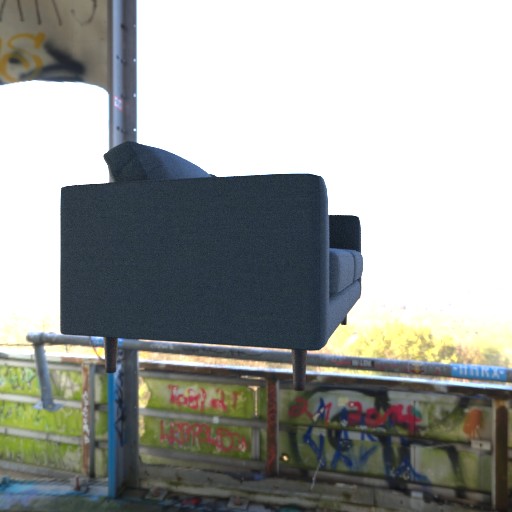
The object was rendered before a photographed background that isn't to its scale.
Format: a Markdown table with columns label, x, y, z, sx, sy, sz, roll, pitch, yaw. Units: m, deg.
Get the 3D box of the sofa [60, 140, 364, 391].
| label | x | y | z | sx | sy | sz | roll | pitch | yaw |
| --- | --- | --- | --- | --- | --- | --- | --- | --- | --- |
| sofa | 0.000 | 0.000 | 2.267 | 0.999 | 0.907 | 1.659 | 0 | 0 | 17 |
